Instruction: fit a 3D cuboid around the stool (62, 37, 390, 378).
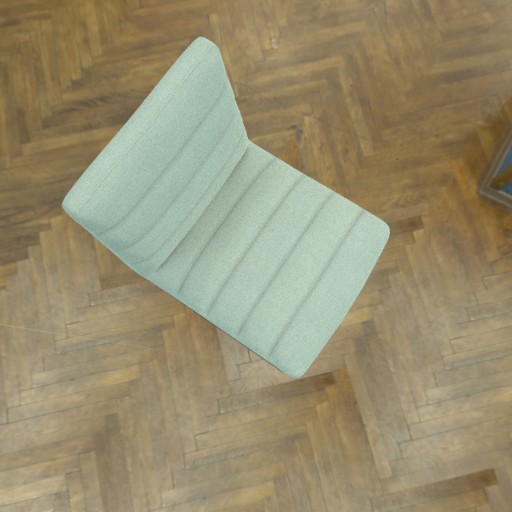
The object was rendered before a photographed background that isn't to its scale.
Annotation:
[{"bbox_3d":[0.000,0.000,1.258,0.567,0.971,0.459,33,78,8],"label":"stool"}]
